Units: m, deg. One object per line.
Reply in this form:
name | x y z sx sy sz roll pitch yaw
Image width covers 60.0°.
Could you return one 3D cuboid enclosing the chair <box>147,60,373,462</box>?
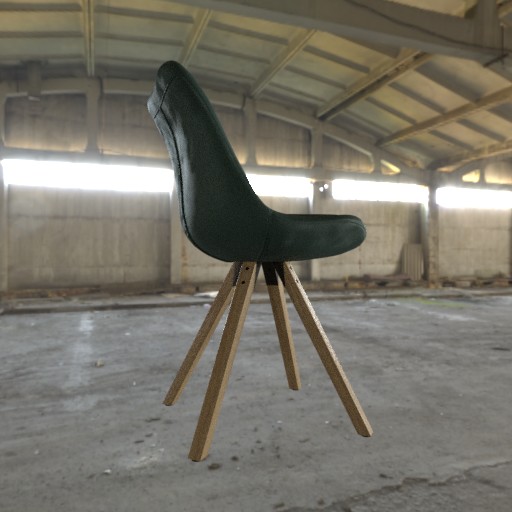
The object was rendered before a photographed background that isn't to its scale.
chair | 0.000 0.000 1.186 0.547 0.865 0.483 0 0 -20
